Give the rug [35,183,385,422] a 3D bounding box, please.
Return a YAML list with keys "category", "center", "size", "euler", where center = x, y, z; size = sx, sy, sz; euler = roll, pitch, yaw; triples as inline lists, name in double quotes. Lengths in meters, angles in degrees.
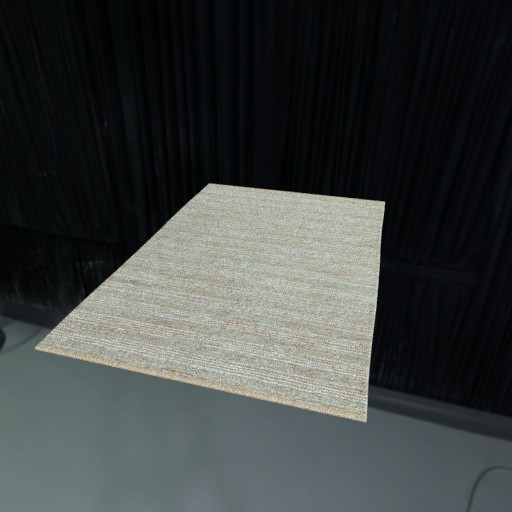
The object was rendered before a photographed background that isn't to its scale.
- category: "rug"
  center: [0.000, 0.000, 2.296]
  size: [1.240, 0.010, 1.824]
  euler: [8, 31, 14]
